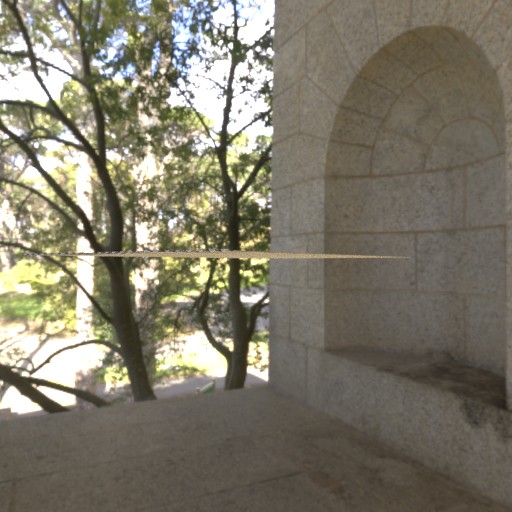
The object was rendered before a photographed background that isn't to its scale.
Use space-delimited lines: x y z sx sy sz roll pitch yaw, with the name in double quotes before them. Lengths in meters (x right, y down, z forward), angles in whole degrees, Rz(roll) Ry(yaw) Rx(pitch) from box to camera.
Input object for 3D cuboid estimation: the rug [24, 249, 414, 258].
"rug" 0.000 0.000 2.610 1.248 0.009 2.108 -1 -1 35
